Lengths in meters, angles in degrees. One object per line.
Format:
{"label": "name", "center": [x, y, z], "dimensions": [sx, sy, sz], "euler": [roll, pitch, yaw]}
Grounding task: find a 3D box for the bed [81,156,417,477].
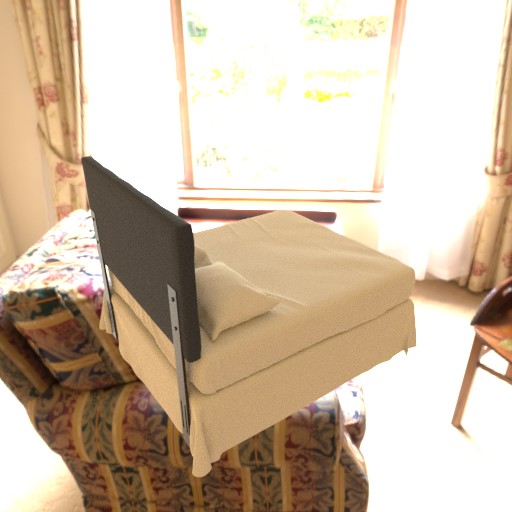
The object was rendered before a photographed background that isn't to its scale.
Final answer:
{"label": "bed", "center": [0.000, 0.000, 3.569], "dimensions": [2.222, 1.577, 1.936], "euler": [-18, 32, -31]}
